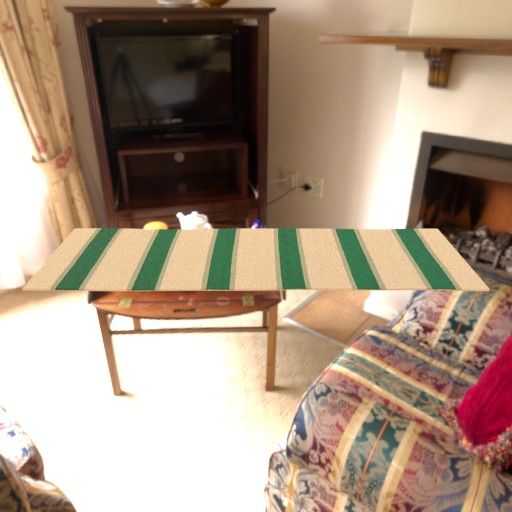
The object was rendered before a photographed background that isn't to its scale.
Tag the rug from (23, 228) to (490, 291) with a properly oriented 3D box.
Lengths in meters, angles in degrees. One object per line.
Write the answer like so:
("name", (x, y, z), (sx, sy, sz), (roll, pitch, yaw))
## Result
("rug", (0.000, 0.000, 2.642), (2.438, 0.012, 0.768), (0, 28, 0))
